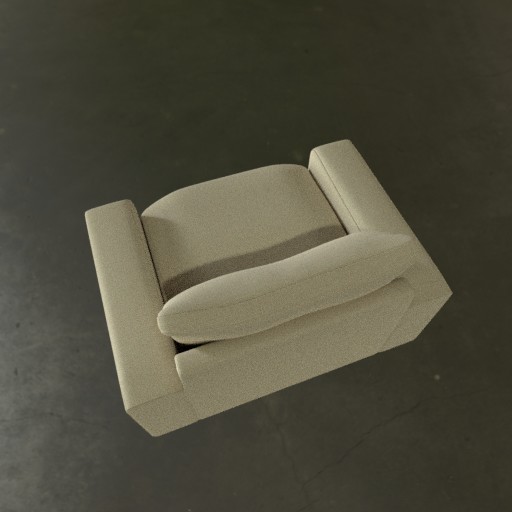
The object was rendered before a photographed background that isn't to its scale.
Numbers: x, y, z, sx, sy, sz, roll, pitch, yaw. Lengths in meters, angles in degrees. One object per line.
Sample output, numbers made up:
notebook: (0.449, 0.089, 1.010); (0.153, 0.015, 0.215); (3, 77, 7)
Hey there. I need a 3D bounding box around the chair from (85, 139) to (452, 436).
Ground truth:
chair: (0.000, 0.000, 2.074); (1.398, 0.915, 1.039); (-17, 60, -11)
